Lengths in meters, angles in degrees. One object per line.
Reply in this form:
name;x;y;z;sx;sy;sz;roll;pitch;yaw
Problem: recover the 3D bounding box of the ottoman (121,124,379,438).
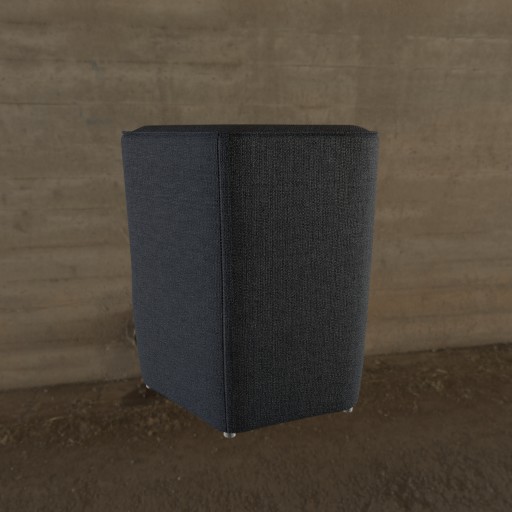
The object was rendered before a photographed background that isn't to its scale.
ottoman;0.000;0.000;0.895;0.454;0.505;0.492;-15;21;-42
